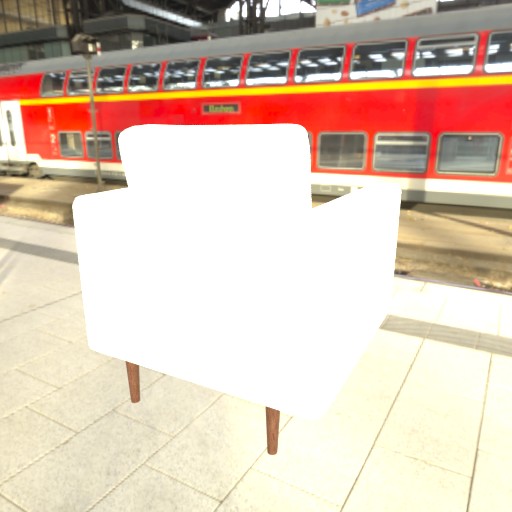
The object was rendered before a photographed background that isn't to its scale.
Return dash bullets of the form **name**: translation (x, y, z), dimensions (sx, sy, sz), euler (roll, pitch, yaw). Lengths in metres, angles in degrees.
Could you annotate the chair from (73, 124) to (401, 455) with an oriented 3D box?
- **chair**: translation (0.000, 0.000, 1.582), dimensions (0.831, 0.899, 0.879), euler (9, 18, 27)
